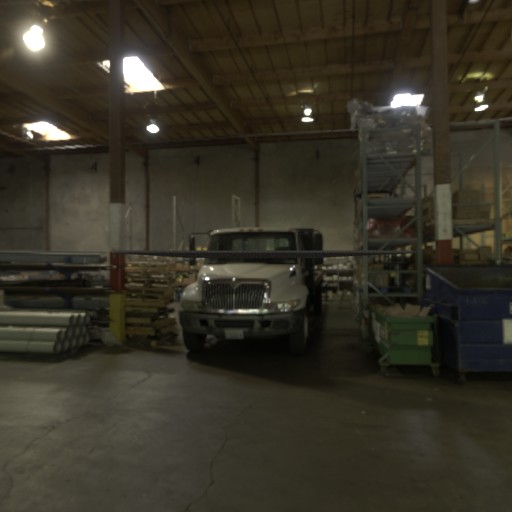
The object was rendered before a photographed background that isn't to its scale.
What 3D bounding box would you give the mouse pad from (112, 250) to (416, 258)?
[{"bbox_3d":[0.000,0.000,1.042,0.424,0.003,0.907,0,-1,-2],"label":"mouse pad"}]
